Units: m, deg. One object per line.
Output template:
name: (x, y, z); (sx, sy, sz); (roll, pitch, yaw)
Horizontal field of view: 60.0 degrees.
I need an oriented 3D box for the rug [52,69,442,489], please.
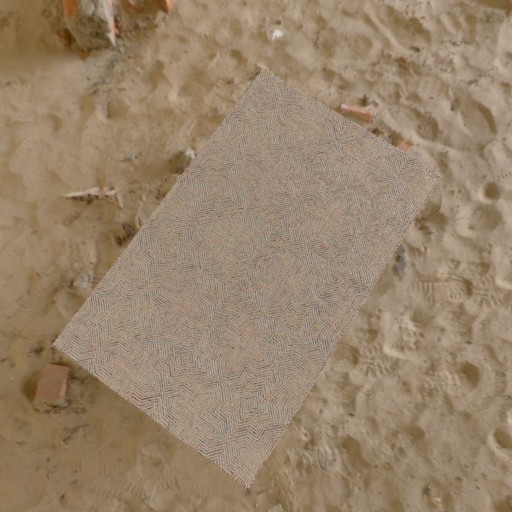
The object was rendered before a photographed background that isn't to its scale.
rug: (0.000, 0.000, 2.967); (1.519, 0.007, 2.428); (33, 79, 7)
